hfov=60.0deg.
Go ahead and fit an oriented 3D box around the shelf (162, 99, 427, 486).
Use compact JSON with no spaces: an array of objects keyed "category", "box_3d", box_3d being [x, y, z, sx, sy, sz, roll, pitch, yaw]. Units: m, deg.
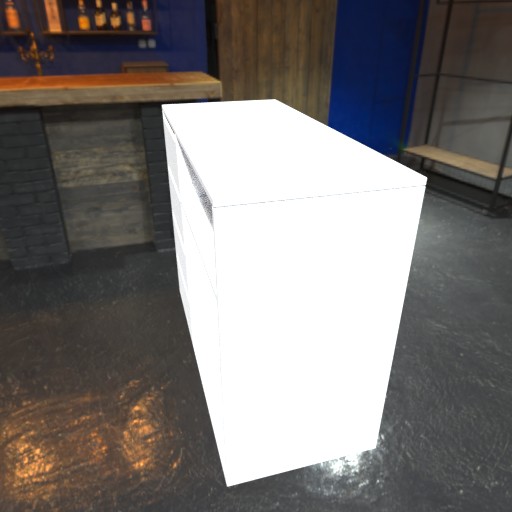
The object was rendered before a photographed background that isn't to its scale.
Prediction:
[{"category":"shelf","box_3d":[0.000,0.000,1.311,0.396,0.732,0.895,-8,29,-14]}]
